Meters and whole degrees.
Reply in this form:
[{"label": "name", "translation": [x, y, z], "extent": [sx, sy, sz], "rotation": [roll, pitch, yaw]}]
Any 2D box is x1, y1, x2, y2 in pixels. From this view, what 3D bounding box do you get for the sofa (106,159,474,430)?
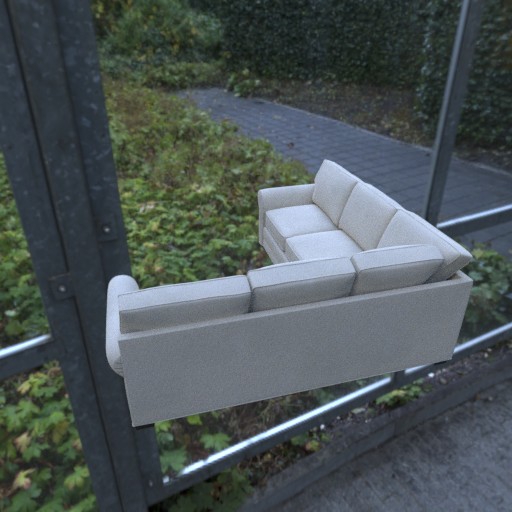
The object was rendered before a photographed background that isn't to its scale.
[{"label": "sofa", "translation": [0.000, 0.000, 4.044], "extent": [2.569, 1.054, 2.487], "rotation": [-8, 30, -14]}]
